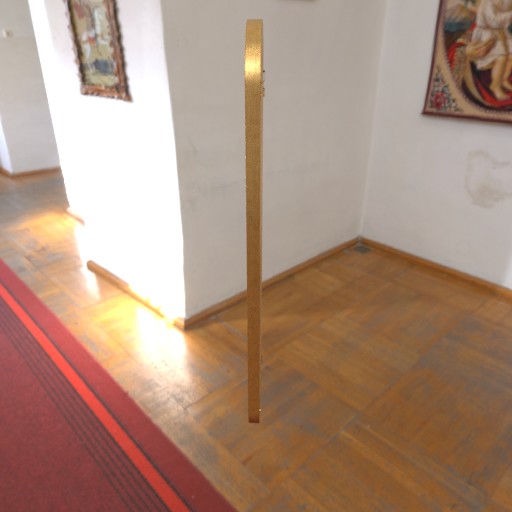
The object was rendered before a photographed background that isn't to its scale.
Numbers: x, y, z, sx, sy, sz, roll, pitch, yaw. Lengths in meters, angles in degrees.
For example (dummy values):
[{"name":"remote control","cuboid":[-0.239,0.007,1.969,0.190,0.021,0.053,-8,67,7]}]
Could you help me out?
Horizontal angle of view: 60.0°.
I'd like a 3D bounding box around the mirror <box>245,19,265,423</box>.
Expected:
[{"name":"mirror","cuboid":[0.000,0.000,1.051,0.032,0.991,0.222,1,27,2]}]
